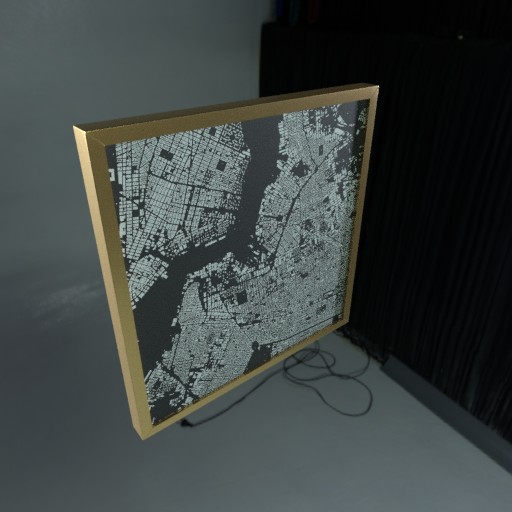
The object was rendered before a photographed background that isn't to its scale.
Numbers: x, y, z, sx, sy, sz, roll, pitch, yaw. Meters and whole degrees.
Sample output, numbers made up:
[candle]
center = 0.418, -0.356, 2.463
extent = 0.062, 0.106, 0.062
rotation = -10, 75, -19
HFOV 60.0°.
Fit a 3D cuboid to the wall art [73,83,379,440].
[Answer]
[wall art]
center = 0.000, 0.000, 0.456
extent = 0.305, 0.305, 0.023
rotation = -21, 36, -33
